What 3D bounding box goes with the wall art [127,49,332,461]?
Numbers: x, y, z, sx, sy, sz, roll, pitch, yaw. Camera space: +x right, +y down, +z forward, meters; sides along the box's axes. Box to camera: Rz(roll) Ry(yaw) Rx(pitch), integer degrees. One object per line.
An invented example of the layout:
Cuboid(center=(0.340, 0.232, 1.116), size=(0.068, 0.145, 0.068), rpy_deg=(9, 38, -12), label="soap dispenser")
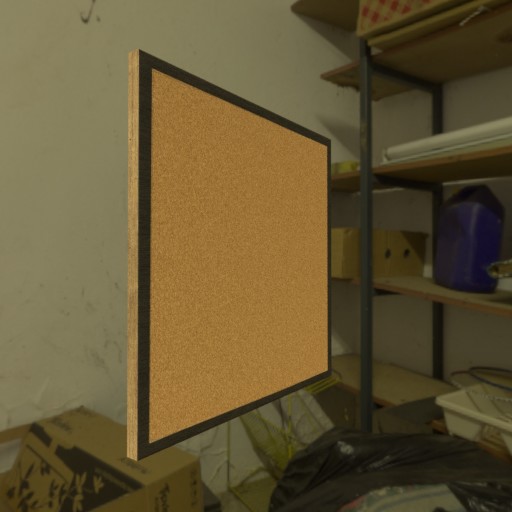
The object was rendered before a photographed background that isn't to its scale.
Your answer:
Cuboid(center=(0.000, 0.000, 1.028), size=(0.029, 0.691, 0.695), rpy_deg=(-1, -1, 37), label="wall art")
